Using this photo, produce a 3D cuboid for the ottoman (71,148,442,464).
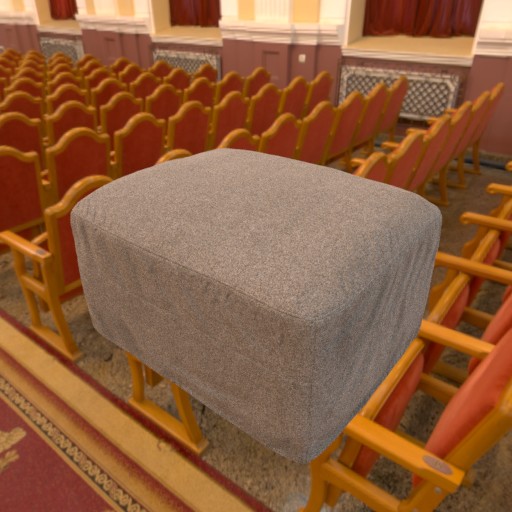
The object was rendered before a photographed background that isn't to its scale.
[{"bbox_3d":[0.000,0.000,1.258,0.837,0.481,0.683,22,36,33],"label":"ottoman"}]
